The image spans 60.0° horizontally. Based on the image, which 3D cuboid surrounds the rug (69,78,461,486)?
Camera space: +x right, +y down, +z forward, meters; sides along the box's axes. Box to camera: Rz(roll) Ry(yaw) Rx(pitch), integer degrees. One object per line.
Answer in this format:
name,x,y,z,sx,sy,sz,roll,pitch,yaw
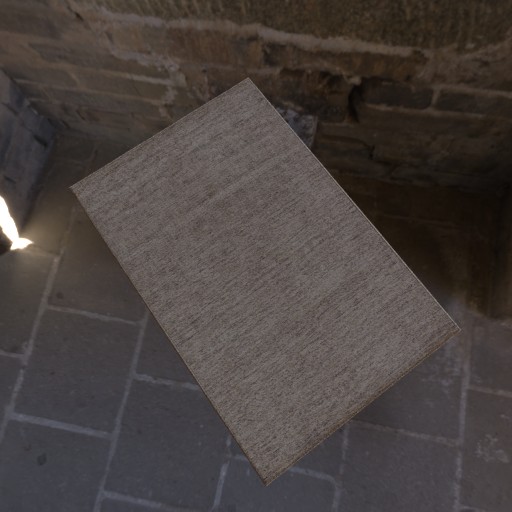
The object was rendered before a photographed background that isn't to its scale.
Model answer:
rug,0.000,0.000,2.318,1.211,0.018,1.822,-35,77,-9
